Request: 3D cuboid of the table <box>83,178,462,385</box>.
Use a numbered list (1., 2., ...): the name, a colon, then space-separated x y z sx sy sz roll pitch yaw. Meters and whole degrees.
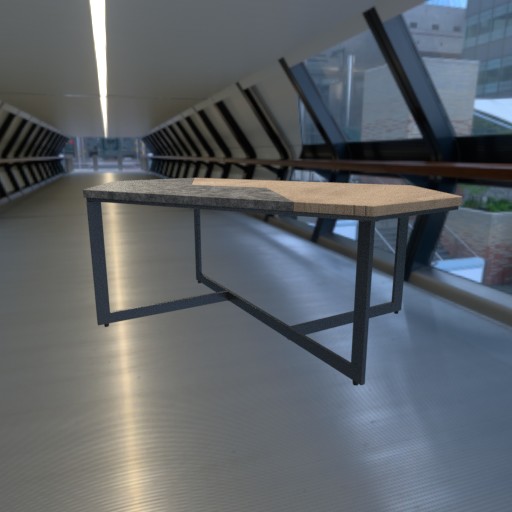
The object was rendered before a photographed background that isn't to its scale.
1. table: 0.000 0.000 1.490 1.219 0.457 0.609 7 15 25
